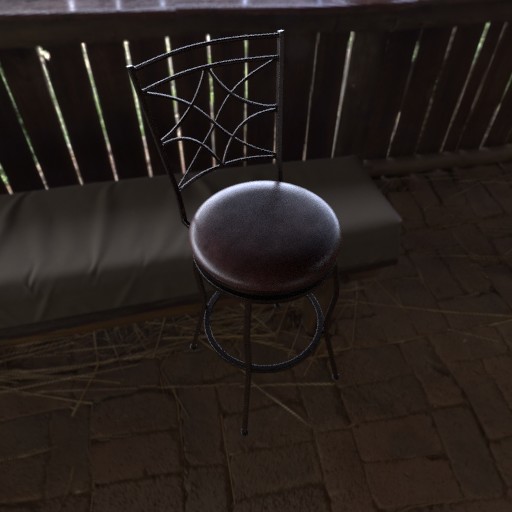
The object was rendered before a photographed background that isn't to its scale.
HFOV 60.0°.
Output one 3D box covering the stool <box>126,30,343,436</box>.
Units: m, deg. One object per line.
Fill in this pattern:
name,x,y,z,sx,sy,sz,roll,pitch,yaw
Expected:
stool,0.000,0.000,1.374,0.434,1.117,0.534,-24,51,-21
